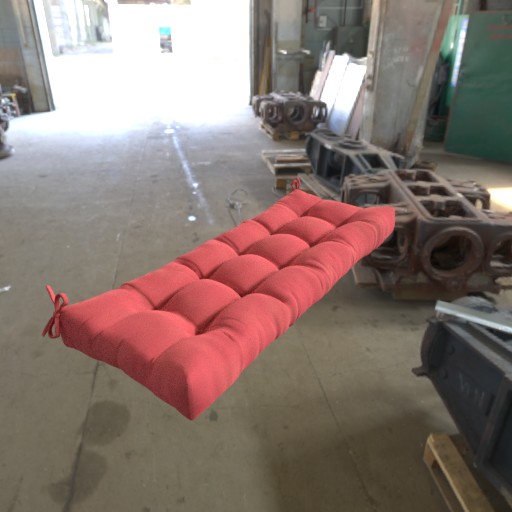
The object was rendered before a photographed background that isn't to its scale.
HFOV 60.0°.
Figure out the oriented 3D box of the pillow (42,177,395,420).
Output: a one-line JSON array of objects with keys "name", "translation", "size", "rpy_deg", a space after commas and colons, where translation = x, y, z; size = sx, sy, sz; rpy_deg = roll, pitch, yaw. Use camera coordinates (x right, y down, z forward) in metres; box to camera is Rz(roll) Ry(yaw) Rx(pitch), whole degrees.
[{"name": "pillow", "translation": [0.000, 0.000, 1.367], "size": [0.511, 0.174, 1.194], "rpy_deg": [18, 32, 31]}]
